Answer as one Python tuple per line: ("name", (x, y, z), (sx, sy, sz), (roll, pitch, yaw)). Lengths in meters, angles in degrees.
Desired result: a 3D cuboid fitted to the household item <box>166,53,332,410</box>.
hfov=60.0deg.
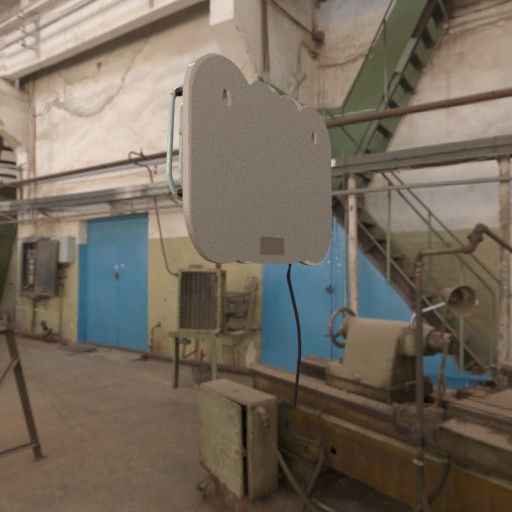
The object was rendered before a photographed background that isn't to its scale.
("household item", (0.000, 0.000, 0.394), (0.042, 0.294, 0.211), (-1, -1, 36))
